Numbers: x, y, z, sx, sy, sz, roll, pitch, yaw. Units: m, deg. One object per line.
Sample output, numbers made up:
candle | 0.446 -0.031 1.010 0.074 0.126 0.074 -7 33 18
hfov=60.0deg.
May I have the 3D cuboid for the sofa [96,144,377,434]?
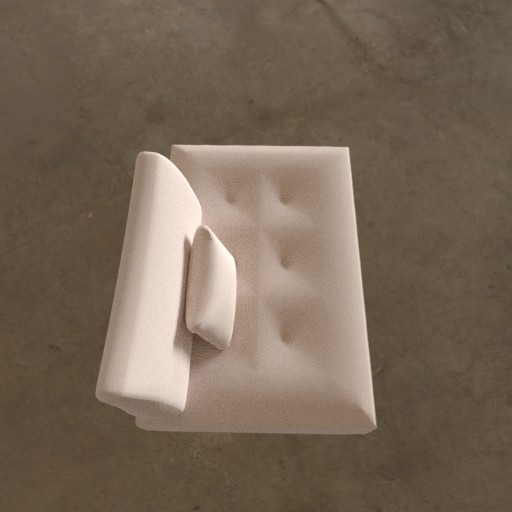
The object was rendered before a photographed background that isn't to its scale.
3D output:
sofa | 0.000 0.000 2.026 1.000 0.820 1.450 1 63 0
